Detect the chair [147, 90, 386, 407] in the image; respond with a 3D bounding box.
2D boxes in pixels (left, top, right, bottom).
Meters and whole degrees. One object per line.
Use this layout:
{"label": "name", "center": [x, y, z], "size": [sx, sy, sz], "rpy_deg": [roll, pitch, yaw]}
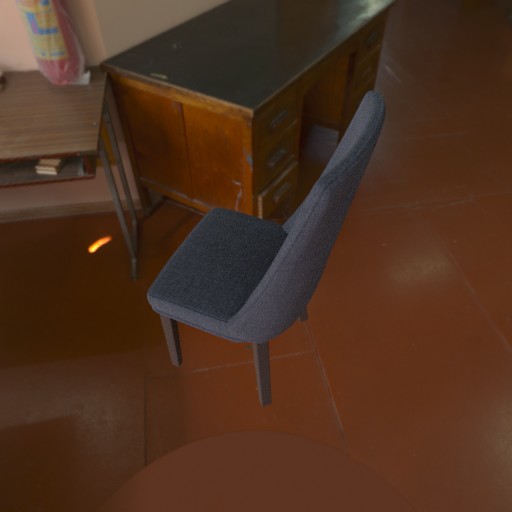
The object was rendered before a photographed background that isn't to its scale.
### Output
{"label": "chair", "center": [0.000, 0.000, 1.400], "size": [0.577, 1.050, 0.510], "rpy_deg": [18, 49, 16]}
